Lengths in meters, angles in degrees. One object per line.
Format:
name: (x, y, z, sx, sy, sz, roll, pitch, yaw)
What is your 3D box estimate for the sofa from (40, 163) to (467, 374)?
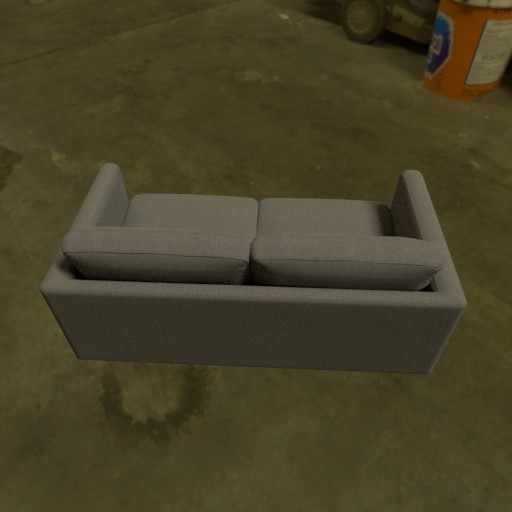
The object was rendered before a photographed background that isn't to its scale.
sofa: (0.000, 0.000, 2.235, 1.713, 0.866, 0.940, 2, 46, 2)
